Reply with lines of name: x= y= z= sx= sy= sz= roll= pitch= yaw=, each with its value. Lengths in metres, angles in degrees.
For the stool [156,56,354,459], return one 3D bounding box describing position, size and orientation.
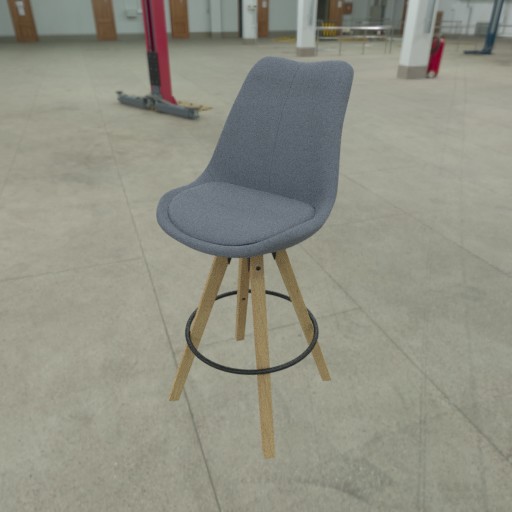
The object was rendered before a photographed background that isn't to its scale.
stool: x=0.000 y=0.000 z=1.408 sx=0.485 sy=1.115 sz=0.550 roll=19 pitch=34 yaw=30
